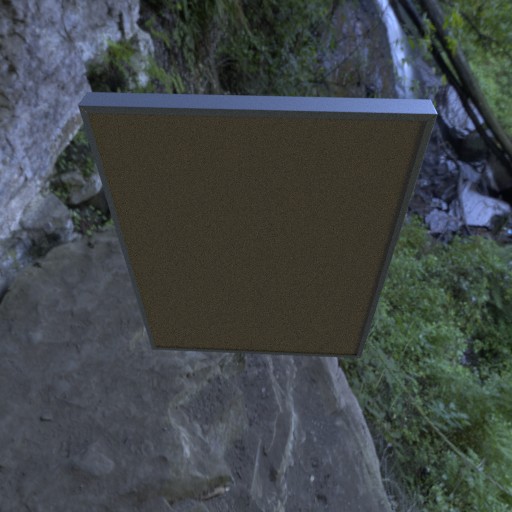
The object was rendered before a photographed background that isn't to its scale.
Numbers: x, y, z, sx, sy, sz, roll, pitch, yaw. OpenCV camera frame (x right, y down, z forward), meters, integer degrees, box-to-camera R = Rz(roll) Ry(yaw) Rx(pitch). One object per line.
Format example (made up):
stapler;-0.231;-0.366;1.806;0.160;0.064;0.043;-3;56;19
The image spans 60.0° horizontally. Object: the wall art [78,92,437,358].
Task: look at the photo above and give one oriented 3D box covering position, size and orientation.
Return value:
wall art;0.000;0.000;0.758;0.445;0.553;0.039;2;45;2
